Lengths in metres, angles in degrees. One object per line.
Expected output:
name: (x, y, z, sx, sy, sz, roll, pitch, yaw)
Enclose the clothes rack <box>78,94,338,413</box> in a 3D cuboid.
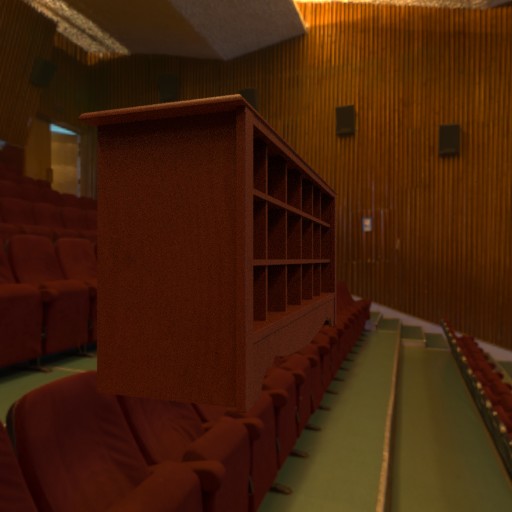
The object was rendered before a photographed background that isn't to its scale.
clothes rack: (0.000, 0.000, 1.451, 0.362, 0.594, 1.251, 0, 0, 18)
